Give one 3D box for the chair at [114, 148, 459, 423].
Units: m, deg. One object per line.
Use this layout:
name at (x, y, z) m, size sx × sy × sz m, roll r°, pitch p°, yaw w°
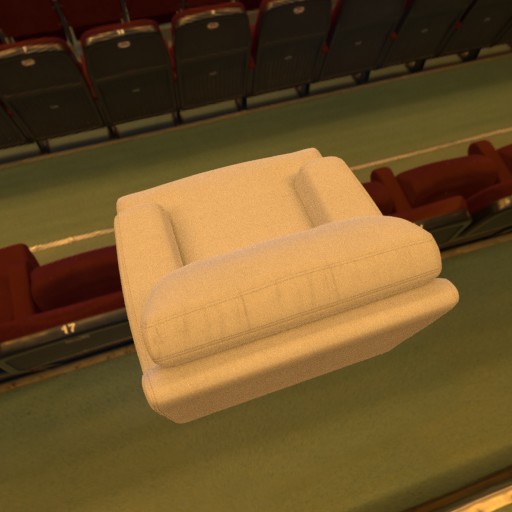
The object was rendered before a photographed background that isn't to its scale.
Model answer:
chair at (0.000, 0.000, 1.926) m, size 1.140 × 0.930 × 1.158 m, roll -16°, pitch 60°, yaw -10°
